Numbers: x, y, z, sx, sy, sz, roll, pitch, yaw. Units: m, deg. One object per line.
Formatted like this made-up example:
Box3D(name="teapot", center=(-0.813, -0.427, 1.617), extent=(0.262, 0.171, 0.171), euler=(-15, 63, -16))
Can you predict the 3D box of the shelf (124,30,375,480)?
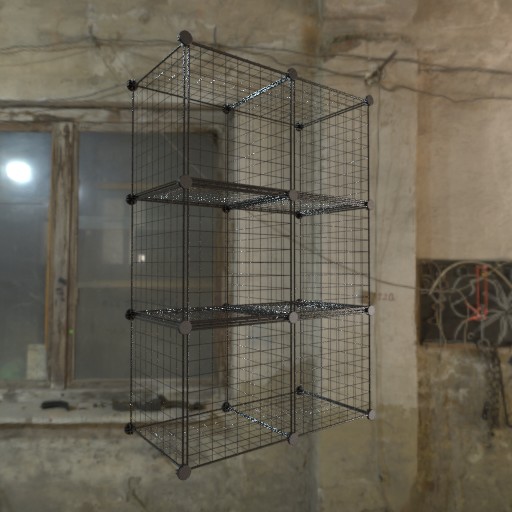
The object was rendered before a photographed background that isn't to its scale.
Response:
Box3D(name="shelf", center=(0.000, 0.000, 1.396), extent=(0.711, 1.067, 0.356), euler=(1, -2, -36))
